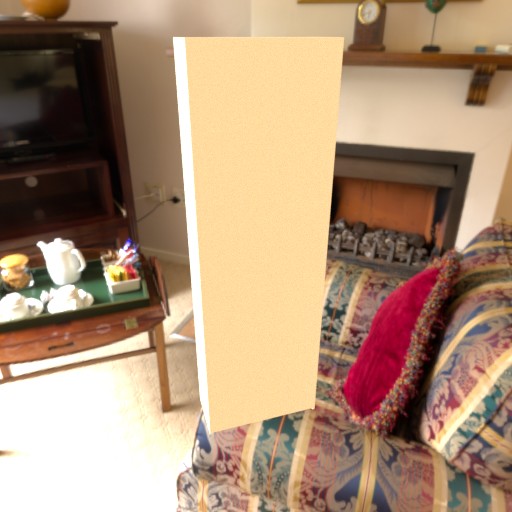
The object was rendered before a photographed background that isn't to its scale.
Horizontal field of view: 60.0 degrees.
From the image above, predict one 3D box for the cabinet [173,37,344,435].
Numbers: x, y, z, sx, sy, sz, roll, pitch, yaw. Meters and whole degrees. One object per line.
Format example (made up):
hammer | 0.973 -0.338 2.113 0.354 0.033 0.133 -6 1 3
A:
cabinet | 0.000 0.000 1.841 0.520 1.630 0.255 -8 28 -16
